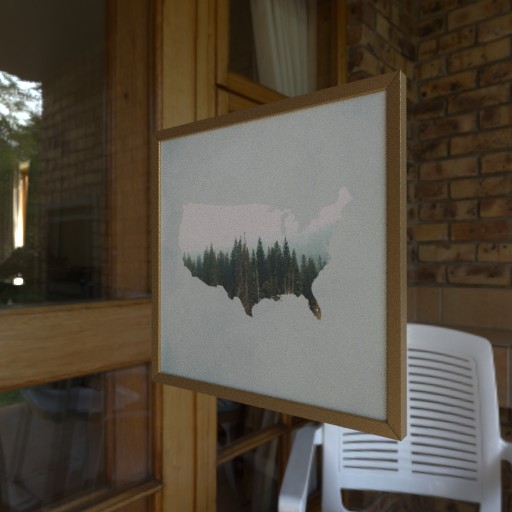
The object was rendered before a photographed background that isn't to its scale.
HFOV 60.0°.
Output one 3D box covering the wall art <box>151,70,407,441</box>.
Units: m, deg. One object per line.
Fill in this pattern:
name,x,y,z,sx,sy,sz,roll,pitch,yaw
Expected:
wall art,0.000,0.000,1.148,0.762,0.762,0.038,0,-1,36
